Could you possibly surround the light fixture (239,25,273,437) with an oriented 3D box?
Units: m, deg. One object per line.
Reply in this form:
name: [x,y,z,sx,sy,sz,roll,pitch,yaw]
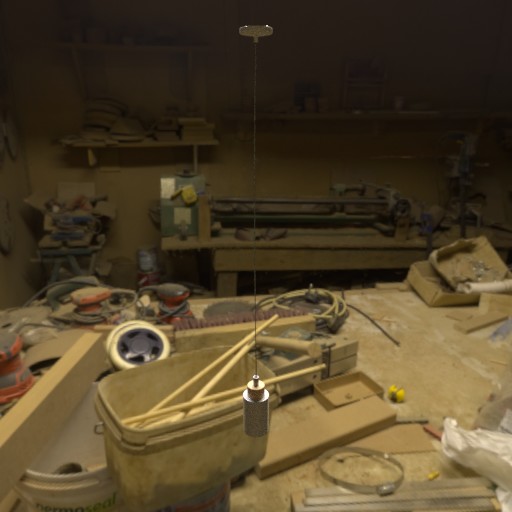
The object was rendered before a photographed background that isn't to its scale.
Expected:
light fixture: [0.000,0.000,1.939,0.125,1.798,0.125,-3,17,-8]
